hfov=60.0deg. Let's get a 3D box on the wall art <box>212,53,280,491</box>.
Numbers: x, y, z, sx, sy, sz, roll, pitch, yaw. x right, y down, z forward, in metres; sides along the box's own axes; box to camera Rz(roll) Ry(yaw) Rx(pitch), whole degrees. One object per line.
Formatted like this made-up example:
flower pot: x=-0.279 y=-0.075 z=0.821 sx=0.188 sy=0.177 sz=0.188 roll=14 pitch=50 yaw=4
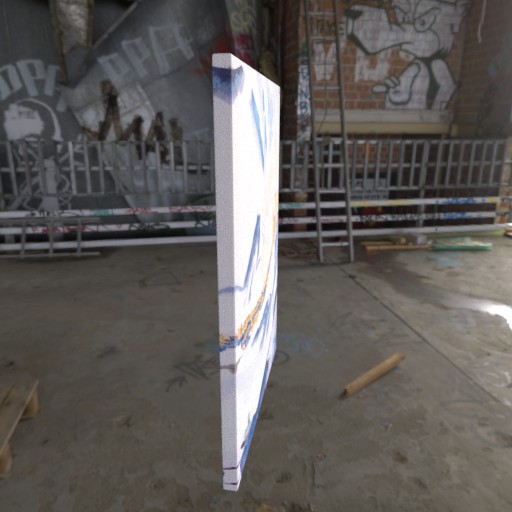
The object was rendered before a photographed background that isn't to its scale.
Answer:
wall art: x=0.000 y=0.000 z=1.335 sx=0.038 sy=1.015 sz=0.761 roll=3 pitch=17 yaw=9
